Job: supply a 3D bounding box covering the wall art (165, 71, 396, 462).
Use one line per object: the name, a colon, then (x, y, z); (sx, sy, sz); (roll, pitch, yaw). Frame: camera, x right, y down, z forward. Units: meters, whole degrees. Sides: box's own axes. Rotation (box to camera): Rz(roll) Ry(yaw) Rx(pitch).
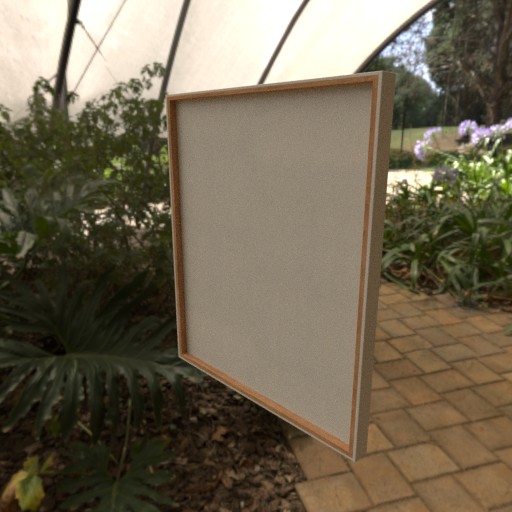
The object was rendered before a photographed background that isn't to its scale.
wall art: (0.000, 0.000, 0.843); (0.037, 0.606, 0.508); (-15, 21, -42)
